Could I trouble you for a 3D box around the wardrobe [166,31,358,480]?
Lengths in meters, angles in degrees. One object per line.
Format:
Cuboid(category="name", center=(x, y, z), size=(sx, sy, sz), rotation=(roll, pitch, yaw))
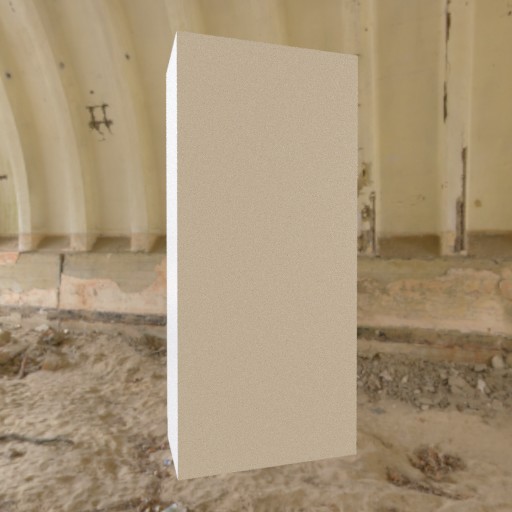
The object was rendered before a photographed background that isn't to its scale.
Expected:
Cuboid(category="wardrobe", center=(0.000, 0.000, 2.008), size=(0.760, 1.700, 0.470), rotation=(0, 1, -17))
